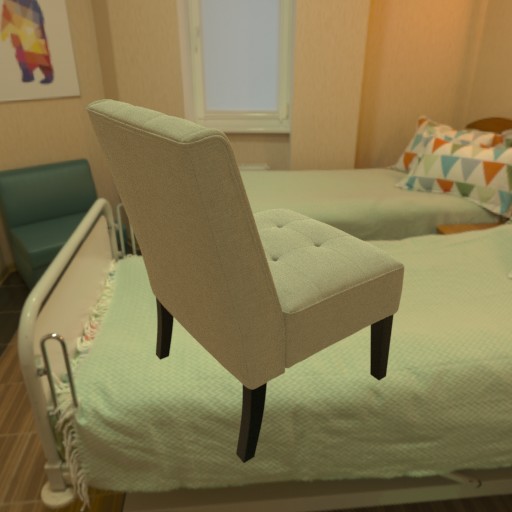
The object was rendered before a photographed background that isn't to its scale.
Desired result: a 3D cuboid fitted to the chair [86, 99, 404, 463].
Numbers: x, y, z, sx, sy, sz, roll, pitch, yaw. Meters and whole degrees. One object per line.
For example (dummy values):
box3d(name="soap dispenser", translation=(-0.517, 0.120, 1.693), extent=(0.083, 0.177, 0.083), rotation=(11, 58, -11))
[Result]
box3d(name="chair", translation=(0.000, 0.000, 1.274), extent=(0.676, 0.853, 0.569), rotation=(-17, 31, -32))
